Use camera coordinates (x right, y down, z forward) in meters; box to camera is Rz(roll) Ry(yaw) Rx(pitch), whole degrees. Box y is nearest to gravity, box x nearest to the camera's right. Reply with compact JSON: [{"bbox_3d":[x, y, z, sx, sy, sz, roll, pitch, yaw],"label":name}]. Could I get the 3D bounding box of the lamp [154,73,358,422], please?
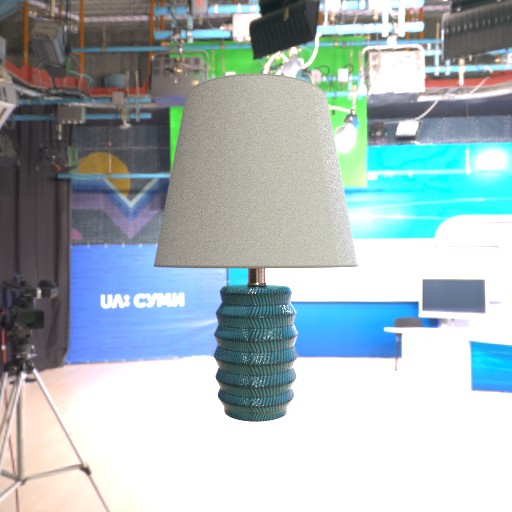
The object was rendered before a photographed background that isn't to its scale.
[{"bbox_3d":[0.000,0.000,0.564,0.254,0.392,0.254,0,0,0],"label":"lamp"}]
